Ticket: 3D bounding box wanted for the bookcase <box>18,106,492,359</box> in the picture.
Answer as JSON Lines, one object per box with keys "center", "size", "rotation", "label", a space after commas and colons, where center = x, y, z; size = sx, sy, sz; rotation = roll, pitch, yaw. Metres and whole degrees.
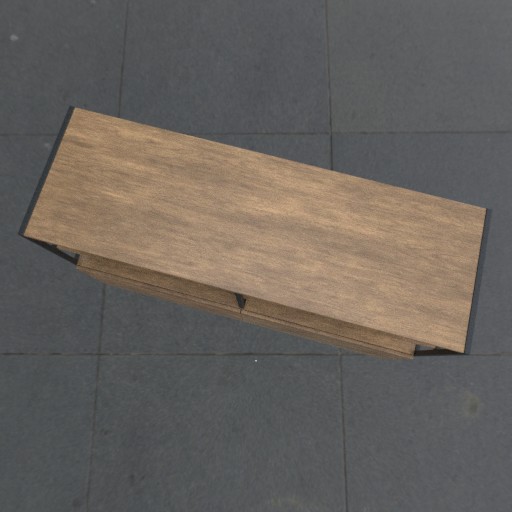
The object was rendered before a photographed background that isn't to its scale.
{"center": [0.000, 0.000, 1.470], "size": [1.149, 0.712, 0.391], "rotation": [15, 77, 3], "label": "bookcase"}
